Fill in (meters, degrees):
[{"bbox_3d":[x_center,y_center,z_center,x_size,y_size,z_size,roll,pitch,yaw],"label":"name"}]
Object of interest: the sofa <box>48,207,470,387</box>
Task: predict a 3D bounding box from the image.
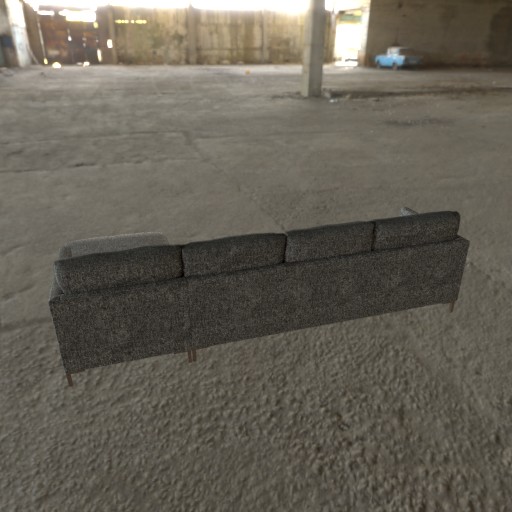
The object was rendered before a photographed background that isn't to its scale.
[{"bbox_3d":[0.000,0.000,4.077,3.384,0.970,1.488,-8,27,-16],"label":"sofa"}]
